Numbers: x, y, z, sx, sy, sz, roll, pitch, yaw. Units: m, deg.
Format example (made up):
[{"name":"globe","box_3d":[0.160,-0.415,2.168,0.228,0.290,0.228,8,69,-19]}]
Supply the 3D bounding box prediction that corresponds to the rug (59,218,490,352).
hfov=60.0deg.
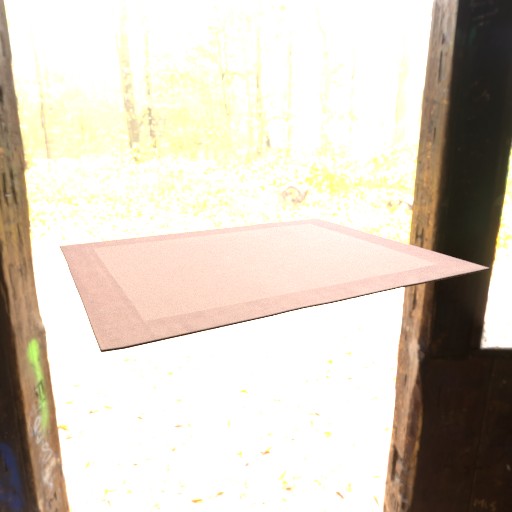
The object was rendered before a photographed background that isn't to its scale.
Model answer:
[{"name":"rug","box_3d":[0.000,0.000,3.965,3.057,0.021,2.431,-8,18,-27]}]
